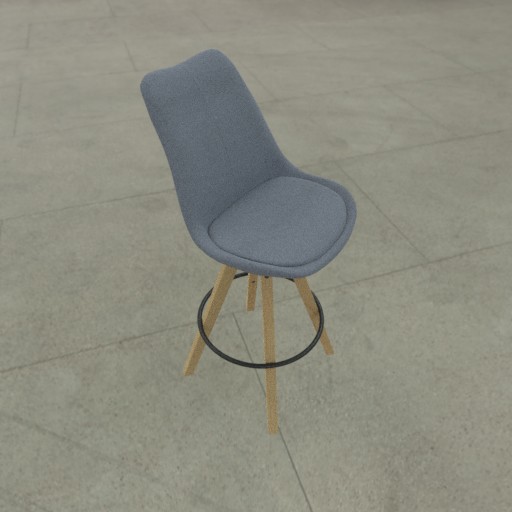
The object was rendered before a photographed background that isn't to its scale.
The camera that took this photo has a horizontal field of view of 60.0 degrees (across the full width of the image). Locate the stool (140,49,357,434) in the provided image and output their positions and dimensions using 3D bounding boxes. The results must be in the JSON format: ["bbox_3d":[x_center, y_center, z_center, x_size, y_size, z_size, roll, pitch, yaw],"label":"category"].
[{"bbox_3d":[0.000,0.000,1.429,0.550,1.115,0.485,26,48,26],"label":"stool"}]
